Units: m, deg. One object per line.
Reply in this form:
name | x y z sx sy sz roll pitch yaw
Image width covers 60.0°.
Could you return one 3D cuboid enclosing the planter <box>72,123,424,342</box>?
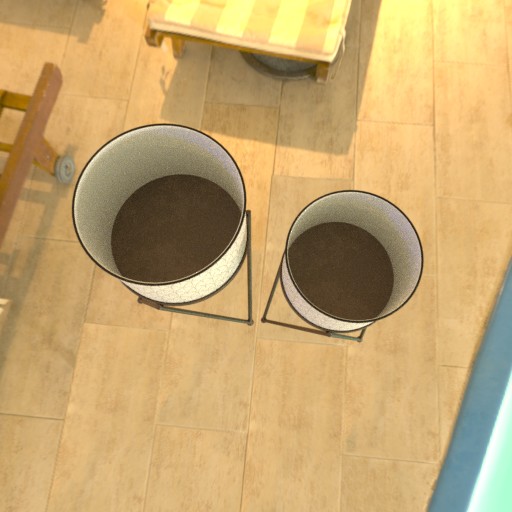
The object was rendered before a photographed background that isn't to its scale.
planter | 0.000 0.000 1.182 0.769 0.712 0.413 11 75 3
